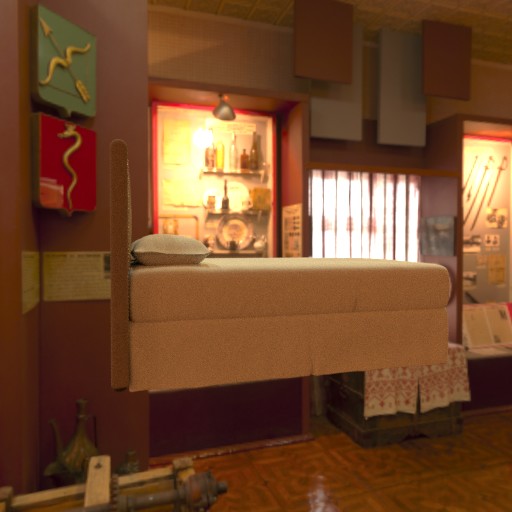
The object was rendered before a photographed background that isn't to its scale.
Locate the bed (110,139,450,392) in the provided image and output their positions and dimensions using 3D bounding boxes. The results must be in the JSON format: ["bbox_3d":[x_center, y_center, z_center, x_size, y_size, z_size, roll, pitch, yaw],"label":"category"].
[{"bbox_3d":[0.000,0.000,3.544,2.182,1.421,2.083,0,1,-17],"label":"bed"}]
